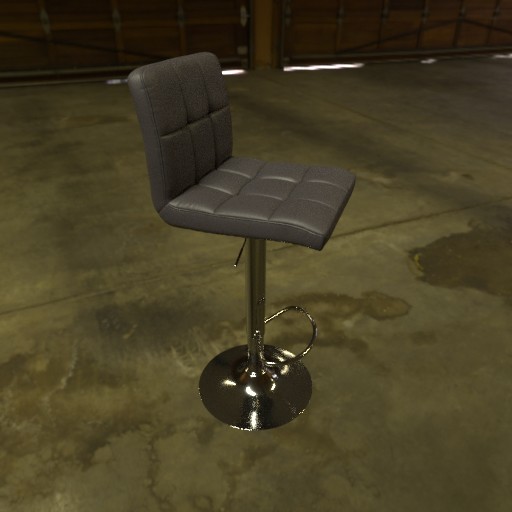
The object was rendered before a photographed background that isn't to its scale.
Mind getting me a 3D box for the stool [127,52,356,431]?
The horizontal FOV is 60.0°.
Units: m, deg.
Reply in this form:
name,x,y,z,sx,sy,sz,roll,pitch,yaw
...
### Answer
name,x,y,z,sx,sy,sz,roll,pitch,yaw
stool,0.000,0.000,1.379,0.505,1.115,0.430,11,32,18
